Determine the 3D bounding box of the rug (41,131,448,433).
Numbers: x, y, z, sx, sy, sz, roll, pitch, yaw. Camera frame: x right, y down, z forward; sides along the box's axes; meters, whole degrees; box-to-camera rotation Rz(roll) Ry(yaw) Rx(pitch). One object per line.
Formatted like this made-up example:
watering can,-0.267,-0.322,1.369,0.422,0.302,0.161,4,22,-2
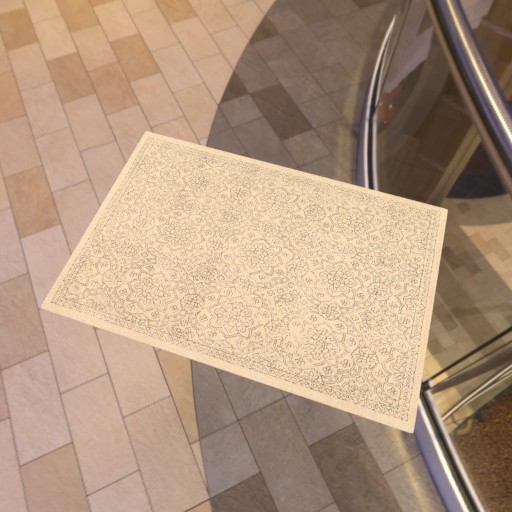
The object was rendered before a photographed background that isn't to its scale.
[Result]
rug,0.000,0.000,2.311,1.829,0.010,1.219,16,63,9
